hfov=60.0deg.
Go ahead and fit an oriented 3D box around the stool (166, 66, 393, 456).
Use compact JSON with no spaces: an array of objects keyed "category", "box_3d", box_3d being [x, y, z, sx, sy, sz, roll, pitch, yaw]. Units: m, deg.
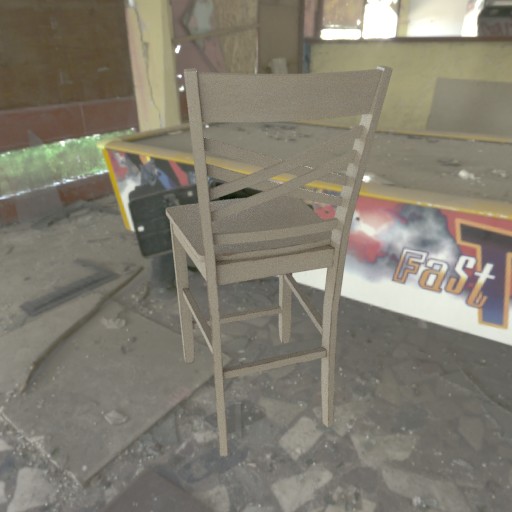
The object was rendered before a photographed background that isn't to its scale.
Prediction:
[{"category":"stool","box_3d":[0.000,0.000,1.353,0.462,1.079,0.539,-8,26,-17]}]
